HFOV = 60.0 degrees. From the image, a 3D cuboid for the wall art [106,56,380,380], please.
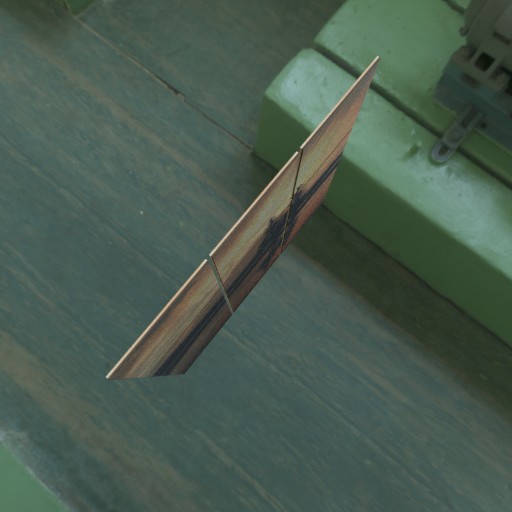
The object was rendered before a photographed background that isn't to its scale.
[{"bbox_3d":[0.000,0.000,1.834,0.013,1.218,1.216,38,79,9],"label":"wall art"}]
